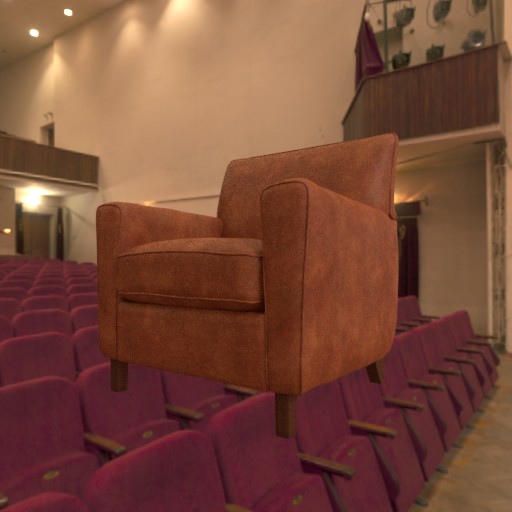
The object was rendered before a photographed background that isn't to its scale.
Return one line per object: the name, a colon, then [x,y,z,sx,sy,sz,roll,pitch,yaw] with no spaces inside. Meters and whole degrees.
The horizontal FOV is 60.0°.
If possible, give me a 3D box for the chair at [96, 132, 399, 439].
chair: [0.000,0.000,1.623,0.870,0.943,0.823,-1,-1,36]
